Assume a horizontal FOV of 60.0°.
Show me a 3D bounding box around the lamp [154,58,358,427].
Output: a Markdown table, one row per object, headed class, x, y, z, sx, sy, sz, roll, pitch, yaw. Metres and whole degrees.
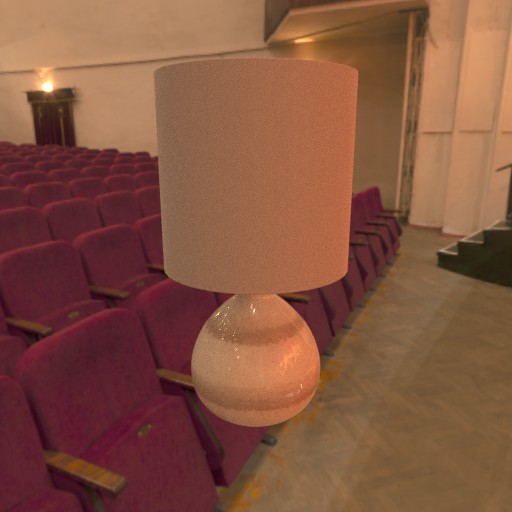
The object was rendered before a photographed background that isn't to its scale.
| class | x | y | z | sx | sy | sz | roll | pitch | yaw |
| --- | --- | --- | --- | --- | --- | --- | --- | --- | --- |
| lamp | 0.000 | 0.000 | 0.531 | 0.217 | 0.404 | 0.217 | 7 | 16 | 25 |
